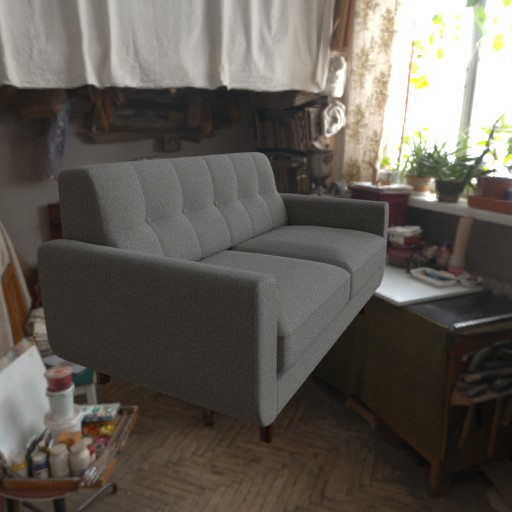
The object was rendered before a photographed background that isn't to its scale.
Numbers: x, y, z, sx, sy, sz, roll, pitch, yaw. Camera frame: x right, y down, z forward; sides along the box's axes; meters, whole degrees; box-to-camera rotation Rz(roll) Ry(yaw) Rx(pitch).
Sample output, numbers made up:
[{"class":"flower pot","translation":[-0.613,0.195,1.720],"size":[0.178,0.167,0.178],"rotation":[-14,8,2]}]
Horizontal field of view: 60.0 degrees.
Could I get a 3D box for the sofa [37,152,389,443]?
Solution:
[{"class":"sofa","translation":[0.000,0.000,2.131],"size":[0.952,0.925,1.651],"rotation":[8,18,27]}]
